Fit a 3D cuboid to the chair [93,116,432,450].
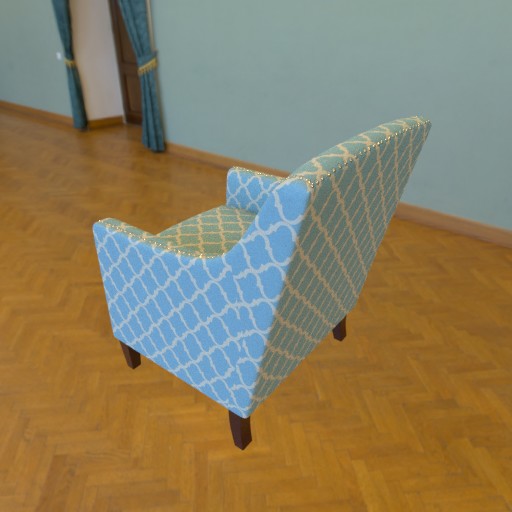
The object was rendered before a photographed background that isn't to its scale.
[{"bbox_3d":[0.000,0.000,1.306,0.686,0.817,0.617,21,36,32],"label":"chair"}]
